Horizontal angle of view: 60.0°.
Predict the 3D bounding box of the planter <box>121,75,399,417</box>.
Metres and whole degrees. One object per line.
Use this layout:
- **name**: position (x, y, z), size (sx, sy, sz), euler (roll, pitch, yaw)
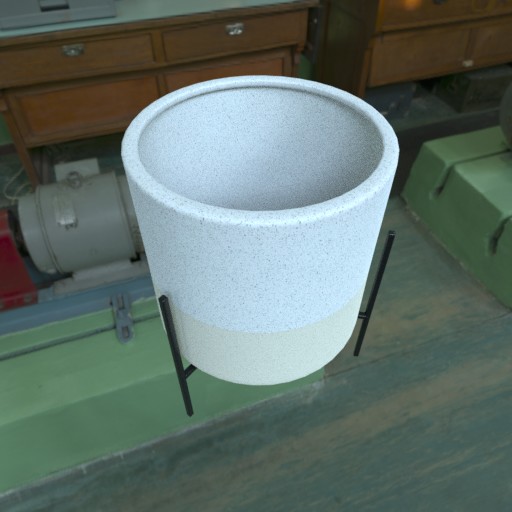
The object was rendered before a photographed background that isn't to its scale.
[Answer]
- **planter**: position (0.000, 0.000, 0.660), size (0.313, 0.423, 0.335), euler (-16, 48, -15)
